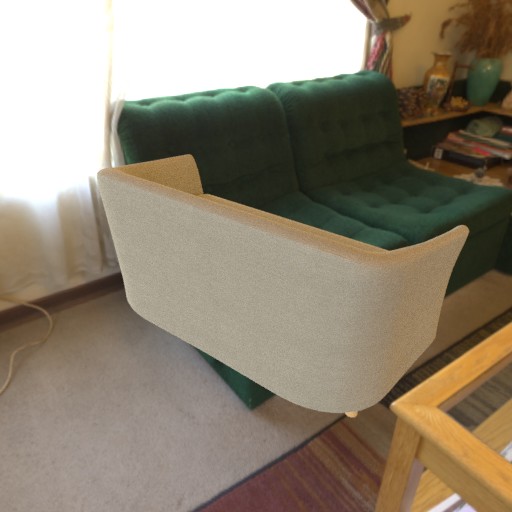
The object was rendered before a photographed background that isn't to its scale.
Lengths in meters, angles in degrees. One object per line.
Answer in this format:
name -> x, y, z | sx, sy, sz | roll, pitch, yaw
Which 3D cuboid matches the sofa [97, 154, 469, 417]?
sofa -> 0.000, 0.000, 1.875 | 1.452, 0.721, 0.705 | 21, 36, 32
